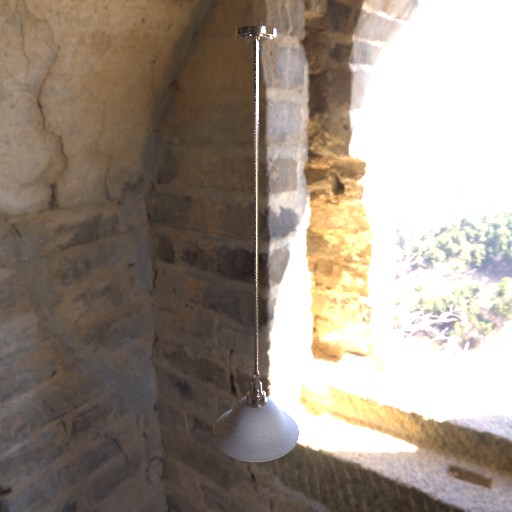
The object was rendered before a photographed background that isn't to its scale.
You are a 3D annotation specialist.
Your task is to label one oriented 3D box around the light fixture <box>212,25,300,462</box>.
[{"bbox_3d":[0.000,0.000,1.462,0.324,1.354,0.324,-3,16,-9],"label":"light fixture"}]
